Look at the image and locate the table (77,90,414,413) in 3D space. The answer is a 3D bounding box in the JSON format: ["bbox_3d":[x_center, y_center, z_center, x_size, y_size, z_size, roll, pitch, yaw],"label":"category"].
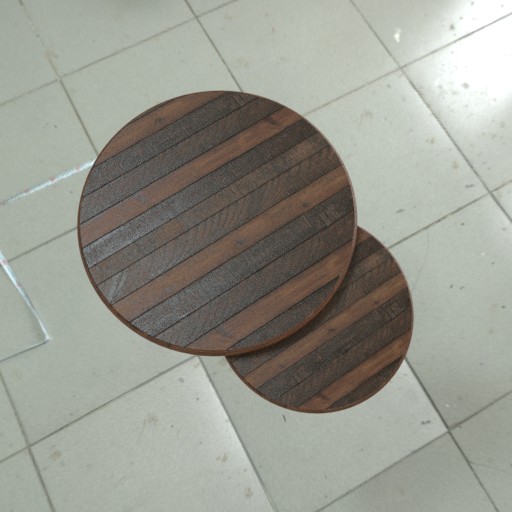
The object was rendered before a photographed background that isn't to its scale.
[{"bbox_3d":[0.000,0.000,1.602,1.152,0.516,0.870,31,78,8],"label":"table"}]
